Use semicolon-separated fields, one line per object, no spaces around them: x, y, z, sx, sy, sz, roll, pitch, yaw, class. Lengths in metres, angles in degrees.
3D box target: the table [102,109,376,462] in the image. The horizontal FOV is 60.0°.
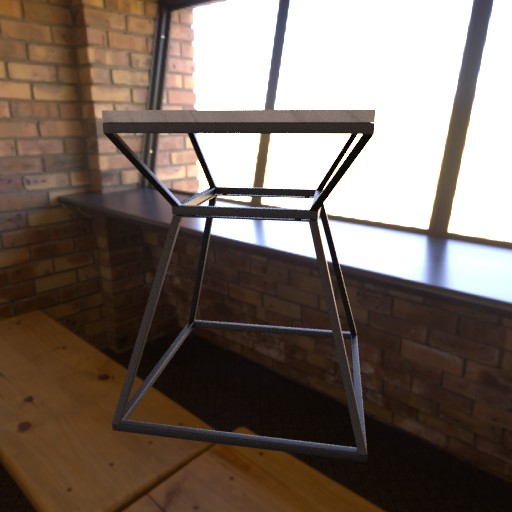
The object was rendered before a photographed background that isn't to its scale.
0.000;0.000;0.909;0.455;0.559;0.455;3;17;10;table
